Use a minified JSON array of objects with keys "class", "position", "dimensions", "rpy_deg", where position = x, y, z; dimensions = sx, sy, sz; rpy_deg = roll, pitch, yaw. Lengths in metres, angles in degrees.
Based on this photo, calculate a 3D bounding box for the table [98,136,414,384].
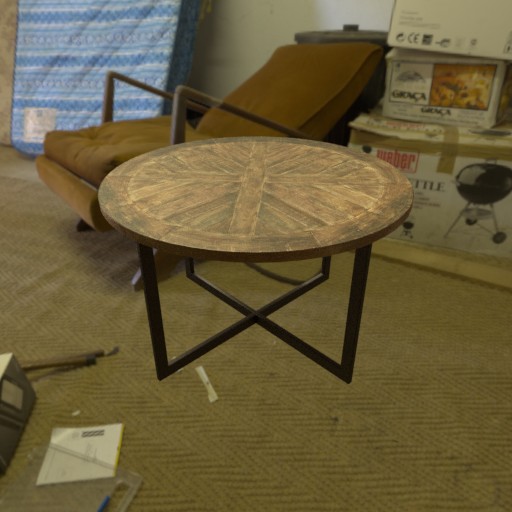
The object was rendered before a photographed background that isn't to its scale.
[{"class":"table","position":[0.000,0.000,2.045],"dimensions":[1.264,0.762,1.264],"rpy_deg":[0,30,0]}]
